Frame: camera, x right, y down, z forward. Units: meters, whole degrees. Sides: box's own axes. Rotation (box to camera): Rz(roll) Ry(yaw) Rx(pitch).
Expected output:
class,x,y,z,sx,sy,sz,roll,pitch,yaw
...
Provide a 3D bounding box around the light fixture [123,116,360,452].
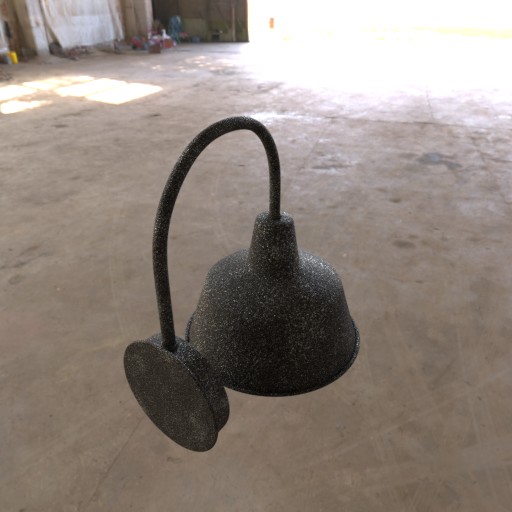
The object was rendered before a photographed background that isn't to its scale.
class,x,y,z,sx,sy,sz,roll,pitch,yaw
light fixture,0.000,0.000,0.470,0.216,0.300,0.283,20,36,31
